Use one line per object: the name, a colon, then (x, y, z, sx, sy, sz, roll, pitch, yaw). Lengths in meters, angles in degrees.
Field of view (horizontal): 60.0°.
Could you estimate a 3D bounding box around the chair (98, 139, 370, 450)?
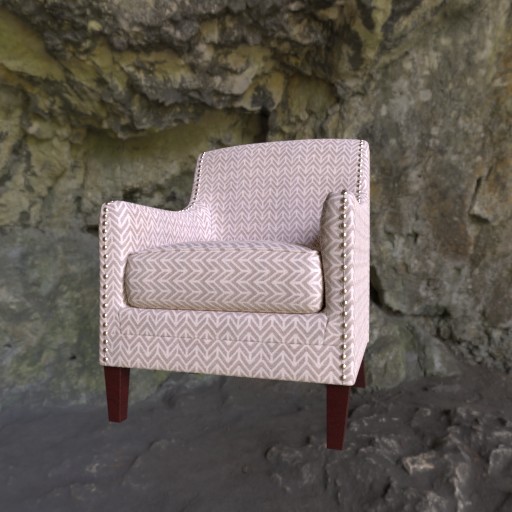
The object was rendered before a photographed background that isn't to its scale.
chair: (0.000, 0.000, 1.302, 0.623, 0.816, 0.651, 0, -1, 17)
